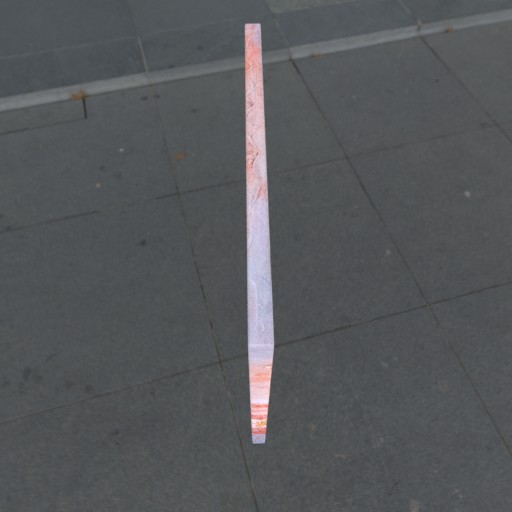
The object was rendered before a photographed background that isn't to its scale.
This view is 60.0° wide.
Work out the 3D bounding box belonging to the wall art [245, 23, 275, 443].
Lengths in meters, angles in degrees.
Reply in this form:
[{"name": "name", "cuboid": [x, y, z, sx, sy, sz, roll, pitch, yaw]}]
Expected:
[{"name": "wall art", "cuboid": [0.000, 0.000, 1.097, 0.035, 0.747, 0.747, -1, 58, -1]}]
